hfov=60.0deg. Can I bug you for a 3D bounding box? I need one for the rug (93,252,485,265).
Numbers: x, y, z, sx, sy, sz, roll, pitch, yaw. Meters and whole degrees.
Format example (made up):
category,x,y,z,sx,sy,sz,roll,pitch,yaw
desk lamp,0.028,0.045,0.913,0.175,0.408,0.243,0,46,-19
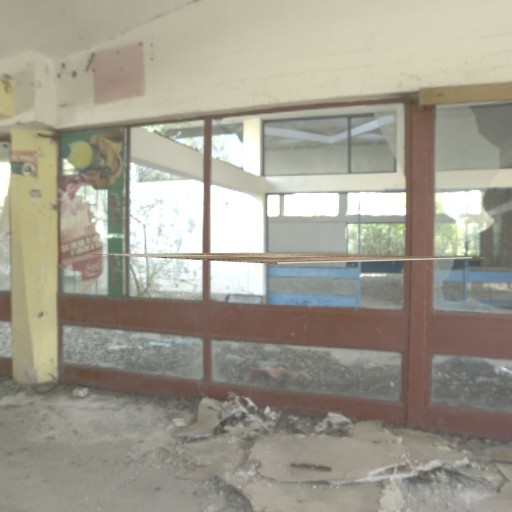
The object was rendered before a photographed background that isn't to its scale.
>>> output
category,x,y,z,sx,sy,sz,roll,pitch,yaw
rug,0.000,0.000,2.416,1.268,0.007,1.918,-1,2,-35
